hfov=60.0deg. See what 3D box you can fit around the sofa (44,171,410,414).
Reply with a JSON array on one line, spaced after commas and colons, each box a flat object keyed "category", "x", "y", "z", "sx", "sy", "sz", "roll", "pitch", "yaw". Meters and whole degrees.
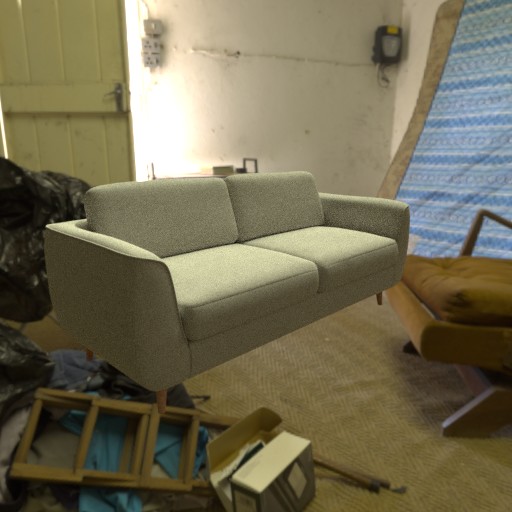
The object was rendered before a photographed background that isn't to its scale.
[{"category": "sofa", "x": 0.000, "y": 0.000, "z": 2.440, "sx": 0.920, "sy": 0.850, "sz": 2.000, "roll": 14, "pitch": 20, "yaw": 43}]
